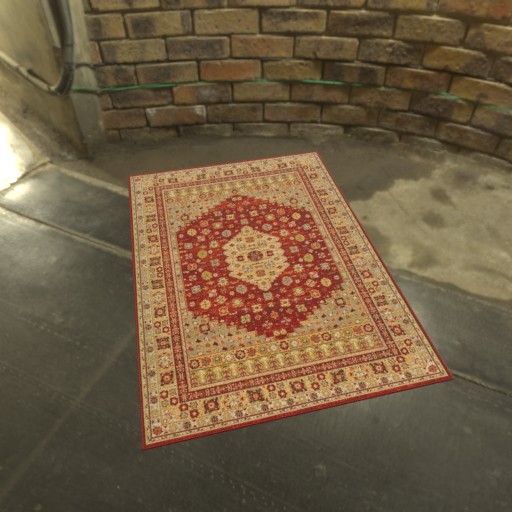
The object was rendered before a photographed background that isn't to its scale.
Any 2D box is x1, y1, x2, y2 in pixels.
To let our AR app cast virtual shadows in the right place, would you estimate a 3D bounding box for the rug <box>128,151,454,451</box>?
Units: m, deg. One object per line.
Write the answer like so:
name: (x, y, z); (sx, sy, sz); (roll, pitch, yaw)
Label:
rug: (0.000, 0.000, 2.924); (1.593, 0.013, 2.211); (-9, 46, -9)
